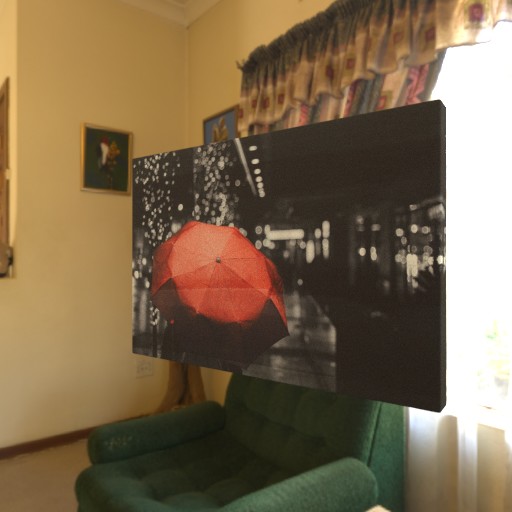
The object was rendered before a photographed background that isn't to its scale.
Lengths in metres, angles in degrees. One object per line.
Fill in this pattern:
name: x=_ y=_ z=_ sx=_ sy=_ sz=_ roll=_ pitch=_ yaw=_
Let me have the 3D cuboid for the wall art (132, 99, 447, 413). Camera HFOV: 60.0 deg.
wall art: x=0.000 y=0.000 z=0.762 sx=0.609 sy=0.406 sz=0.037 roll=0 pitch=0 yaw=35
